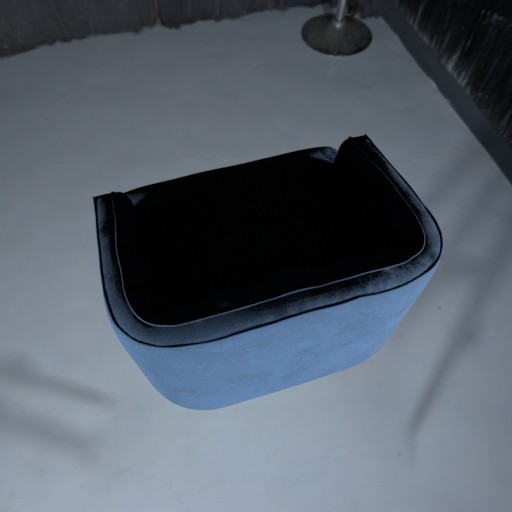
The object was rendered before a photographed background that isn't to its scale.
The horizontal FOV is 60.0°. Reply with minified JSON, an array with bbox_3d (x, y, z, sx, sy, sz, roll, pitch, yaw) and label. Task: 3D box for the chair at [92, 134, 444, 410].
[{"bbox_3d":[0.000,0.000,1.767,1.094,0.852,0.940,-15,60,-9],"label":"chair"}]
